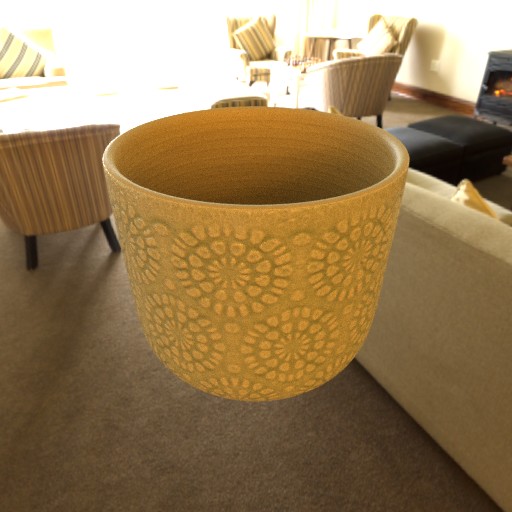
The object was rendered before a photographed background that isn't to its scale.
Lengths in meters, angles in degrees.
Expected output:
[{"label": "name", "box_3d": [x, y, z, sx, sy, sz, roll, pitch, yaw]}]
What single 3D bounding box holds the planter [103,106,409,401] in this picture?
[{"label": "planter", "box_3d": [0.000, 0.000, 0.294, 0.169, 0.153, 0.169, 0, 32, 0]}]
